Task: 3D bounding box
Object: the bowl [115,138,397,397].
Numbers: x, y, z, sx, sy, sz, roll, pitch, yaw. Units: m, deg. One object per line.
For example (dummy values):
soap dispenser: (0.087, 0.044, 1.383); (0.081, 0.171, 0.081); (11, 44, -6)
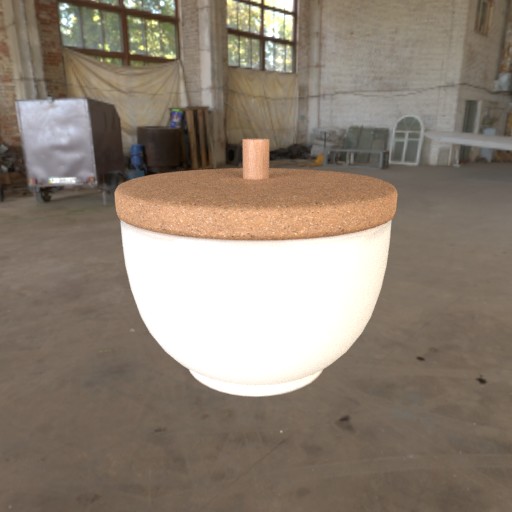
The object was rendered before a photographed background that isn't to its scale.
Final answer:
bowl: (0.000, 0.000, 0.216); (0.126, 0.110, 0.126); (0, 17, 0)
